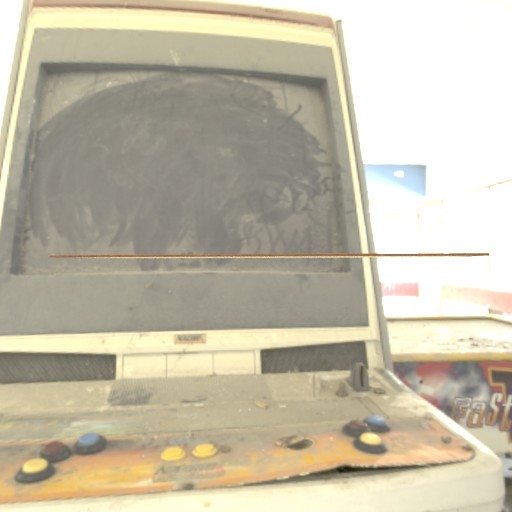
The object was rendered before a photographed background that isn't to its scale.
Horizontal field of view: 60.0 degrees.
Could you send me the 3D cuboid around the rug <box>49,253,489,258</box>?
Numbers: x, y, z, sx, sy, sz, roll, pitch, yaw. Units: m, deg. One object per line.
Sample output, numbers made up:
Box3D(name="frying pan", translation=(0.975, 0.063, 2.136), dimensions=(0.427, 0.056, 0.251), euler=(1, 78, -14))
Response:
Box3D(name="rug", translation=(0.000, 0.000, 2.708), dimensions=(2.439, 0.017, 0.764), euler=(0, -1, 18))
